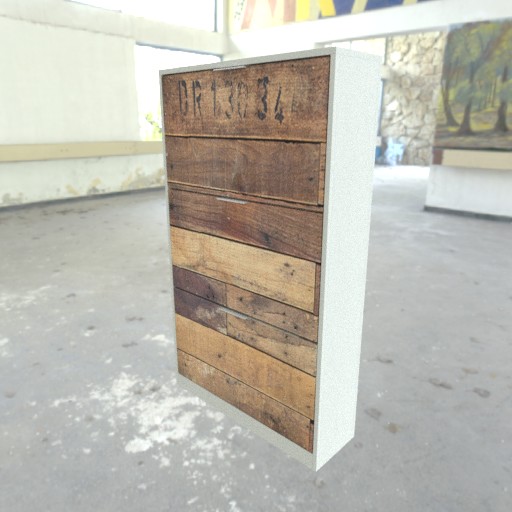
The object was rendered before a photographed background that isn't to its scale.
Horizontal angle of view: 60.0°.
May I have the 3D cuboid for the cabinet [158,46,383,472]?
[{"bbox_3d":[0.000,0.000,1.596,0.750,1.280,0.250,15,22,41],"label":"cabinet"}]
